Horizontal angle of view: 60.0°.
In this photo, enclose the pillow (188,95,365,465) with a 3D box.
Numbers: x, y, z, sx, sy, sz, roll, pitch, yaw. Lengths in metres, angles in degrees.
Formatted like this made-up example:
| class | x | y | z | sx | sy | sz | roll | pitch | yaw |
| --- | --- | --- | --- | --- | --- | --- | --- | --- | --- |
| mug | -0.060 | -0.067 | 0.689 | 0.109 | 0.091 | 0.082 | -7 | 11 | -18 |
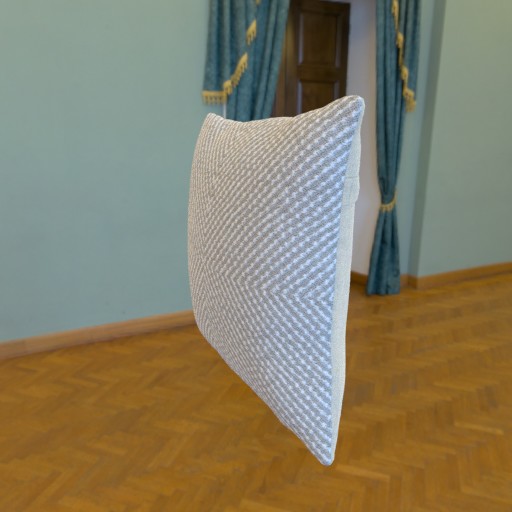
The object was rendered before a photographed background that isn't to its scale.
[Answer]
| class | x | y | z | sx | sy | sz | roll | pitch | yaw |
| --- | --- | --- | --- | --- | --- | --- | --- | --- | --- |
| pillow | 0.000 | 0.000 | 0.714 | 0.181 | 0.458 | 0.459 | -7 | 17 | -25 |
